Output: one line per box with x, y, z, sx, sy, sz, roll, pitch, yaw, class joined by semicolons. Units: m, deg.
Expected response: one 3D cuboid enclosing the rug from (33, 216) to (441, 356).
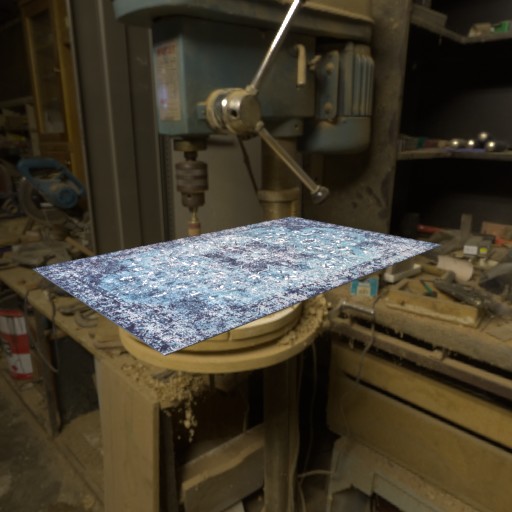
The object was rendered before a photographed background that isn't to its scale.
0.000;0.000;3.072;2.440;0.007;1.525;-15;22;-41;rug
